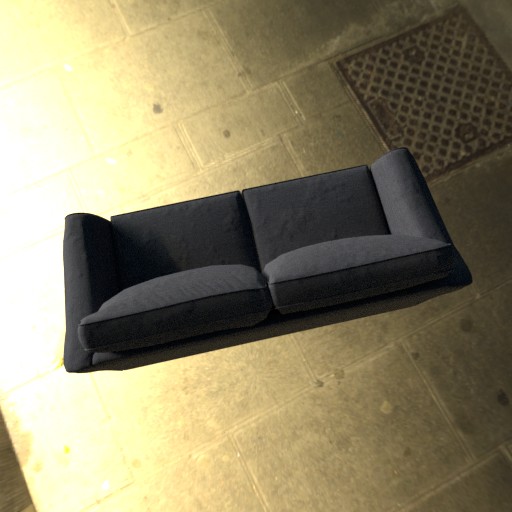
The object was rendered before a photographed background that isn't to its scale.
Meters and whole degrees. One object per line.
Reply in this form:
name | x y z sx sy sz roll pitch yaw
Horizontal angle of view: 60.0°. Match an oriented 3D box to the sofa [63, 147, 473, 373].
sofa | 0.000 0.000 2.747 2.270 0.950 0.971 -12 75 -3
